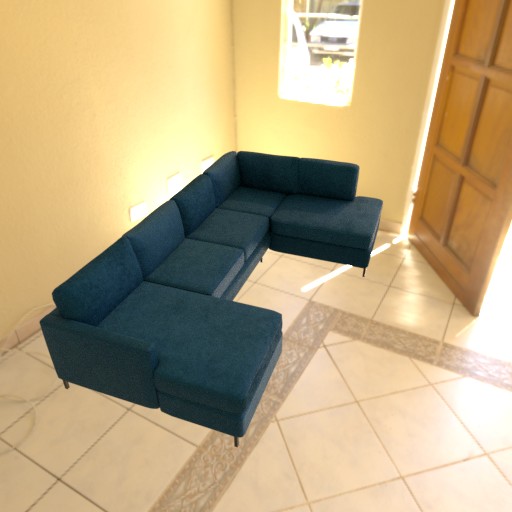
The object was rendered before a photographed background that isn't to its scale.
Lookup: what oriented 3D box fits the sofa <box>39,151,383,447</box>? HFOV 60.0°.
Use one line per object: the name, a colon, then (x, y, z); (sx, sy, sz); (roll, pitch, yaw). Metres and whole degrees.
sofa: (0.000, 0.000, 4.325); (2.055, 0.992, 3.434); (11, 33, 17)
